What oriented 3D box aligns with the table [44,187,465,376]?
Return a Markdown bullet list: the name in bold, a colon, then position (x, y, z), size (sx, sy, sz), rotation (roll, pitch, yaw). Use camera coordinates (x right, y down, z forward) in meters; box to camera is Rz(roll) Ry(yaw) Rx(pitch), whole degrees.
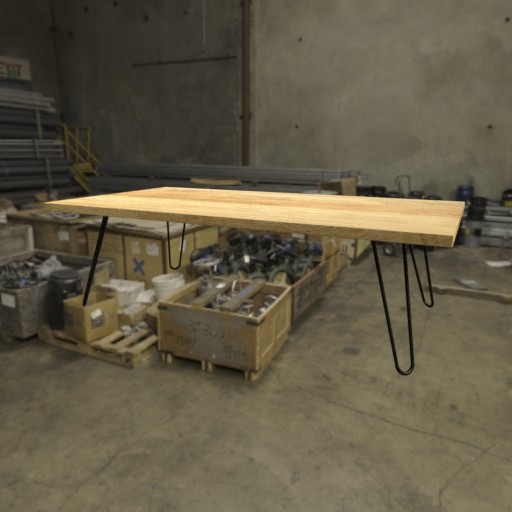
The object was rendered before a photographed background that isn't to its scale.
- **table**: position (0.000, 0.000, 1.646), size (1.348, 0.400, 0.699), rotation (7, 15, 26)
